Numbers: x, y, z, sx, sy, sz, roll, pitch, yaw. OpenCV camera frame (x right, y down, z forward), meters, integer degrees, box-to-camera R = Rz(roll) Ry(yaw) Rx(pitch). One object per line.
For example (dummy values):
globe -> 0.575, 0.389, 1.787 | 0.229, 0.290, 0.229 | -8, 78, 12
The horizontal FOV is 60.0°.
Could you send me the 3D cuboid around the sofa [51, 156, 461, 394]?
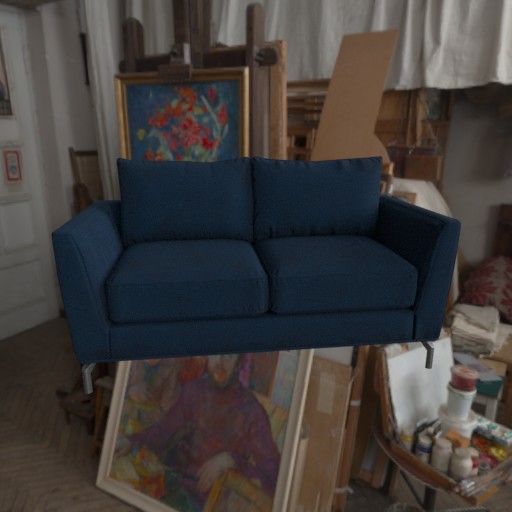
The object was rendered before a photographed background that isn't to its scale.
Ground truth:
sofa -> 0.000, 0.000, 2.341 | 1.770, 1.002, 0.853 | -2, 16, -7
